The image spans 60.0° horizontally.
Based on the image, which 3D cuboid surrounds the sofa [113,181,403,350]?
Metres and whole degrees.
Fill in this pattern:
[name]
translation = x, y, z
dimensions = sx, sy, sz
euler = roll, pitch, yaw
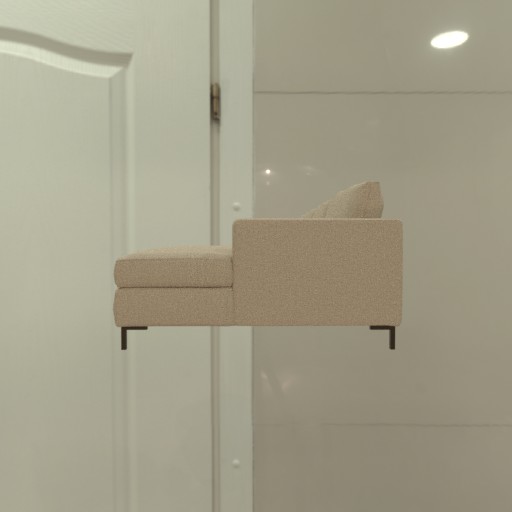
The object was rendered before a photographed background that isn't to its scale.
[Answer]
[sofa]
translation = 0.000, 0.000, 3.235
dimensions = 1.258, 0.755, 2.731
euler = 0, 1, 0
